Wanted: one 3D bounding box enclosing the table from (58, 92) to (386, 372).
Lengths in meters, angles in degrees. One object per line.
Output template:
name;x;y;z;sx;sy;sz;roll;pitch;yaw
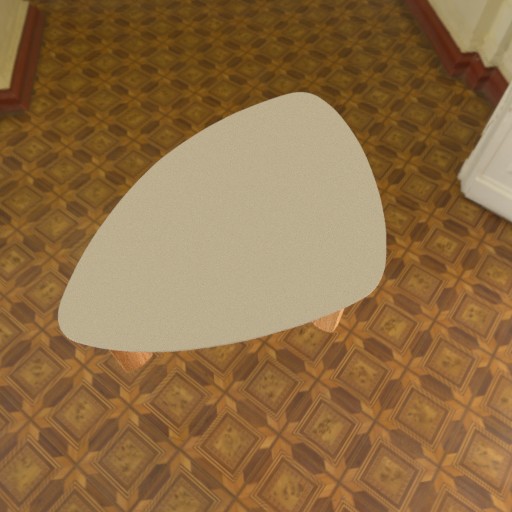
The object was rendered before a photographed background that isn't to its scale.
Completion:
table;0.000;0.000;1.598;0.850;0.440;1.250;32;63;19
